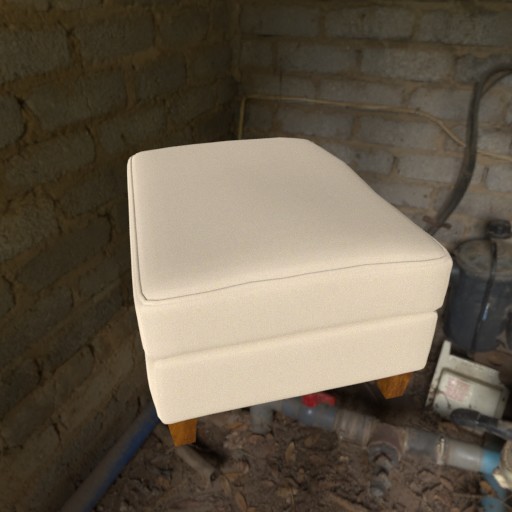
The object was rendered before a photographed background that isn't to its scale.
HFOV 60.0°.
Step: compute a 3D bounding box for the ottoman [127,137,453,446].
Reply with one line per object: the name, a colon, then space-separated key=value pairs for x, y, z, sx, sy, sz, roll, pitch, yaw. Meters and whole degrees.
ottoman: x=0.000 y=0.000 z=1.223 sx=0.634 sy=0.485 sz=0.818 roll=-8 pitch=32 yaw=-13
